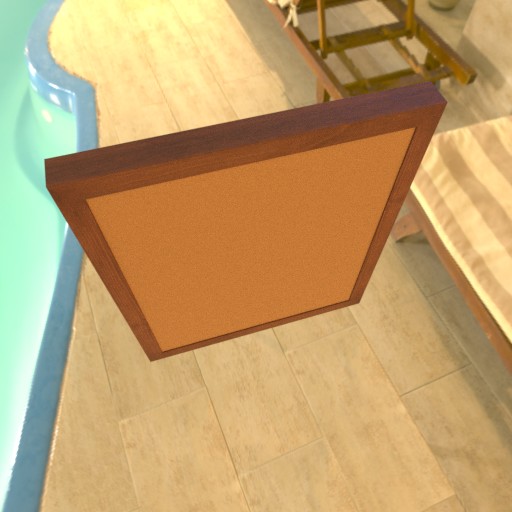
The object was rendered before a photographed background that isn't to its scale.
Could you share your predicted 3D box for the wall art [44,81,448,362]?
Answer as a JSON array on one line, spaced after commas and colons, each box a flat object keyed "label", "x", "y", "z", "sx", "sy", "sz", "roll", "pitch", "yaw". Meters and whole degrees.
[{"label": "wall art", "x": 0.000, "y": 0.000, "z": 0.518, "sx": 0.330, "sy": 0.381, "sz": 0.030, "roll": -14, "pitch": 59, "yaw": -9}]
